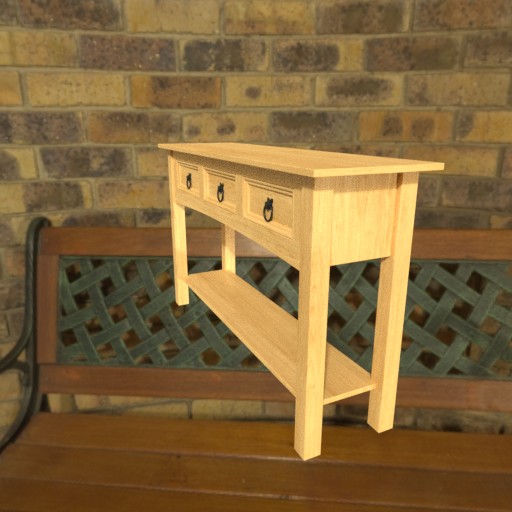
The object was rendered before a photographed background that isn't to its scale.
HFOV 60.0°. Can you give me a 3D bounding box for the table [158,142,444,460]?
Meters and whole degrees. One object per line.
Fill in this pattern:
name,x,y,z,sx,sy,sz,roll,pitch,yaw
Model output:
table,0.000,0.000,1.569,0.350,0.730,1.240,-8,18,-25
